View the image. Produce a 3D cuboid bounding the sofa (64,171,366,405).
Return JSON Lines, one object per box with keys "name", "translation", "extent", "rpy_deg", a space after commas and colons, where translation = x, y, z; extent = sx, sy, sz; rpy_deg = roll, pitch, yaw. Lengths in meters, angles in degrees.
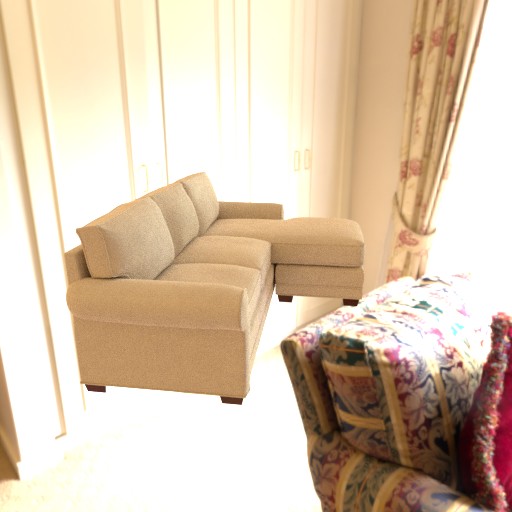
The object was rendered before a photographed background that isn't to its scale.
{"name": "sofa", "translation": [0.000, 0.000, 2.396], "extent": [1.226, 0.734, 1.770], "rpy_deg": [3, 18, 8]}
